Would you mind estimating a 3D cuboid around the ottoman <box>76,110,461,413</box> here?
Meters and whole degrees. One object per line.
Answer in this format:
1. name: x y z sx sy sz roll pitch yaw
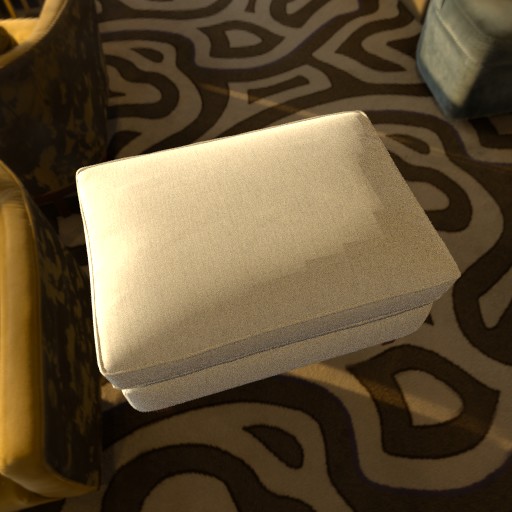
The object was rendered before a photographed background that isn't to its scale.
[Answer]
1. ottoman: 0.000 0.000 0.982 0.665 0.406 0.501 -14 60 -8
